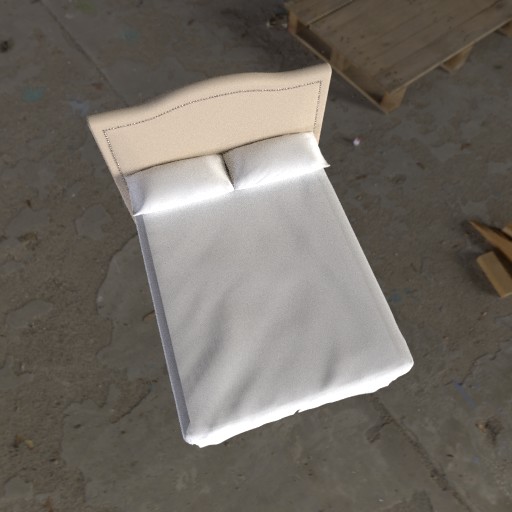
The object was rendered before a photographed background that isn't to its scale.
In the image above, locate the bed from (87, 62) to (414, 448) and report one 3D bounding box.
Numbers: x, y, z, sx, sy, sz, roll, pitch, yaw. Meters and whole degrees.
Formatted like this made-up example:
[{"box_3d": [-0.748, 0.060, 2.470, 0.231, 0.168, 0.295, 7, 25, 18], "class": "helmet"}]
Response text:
[{"box_3d": [0.000, 0.000, 3.214, 1.753, 1.460, 2.143, -16, 64, -8], "class": "bed"}]
